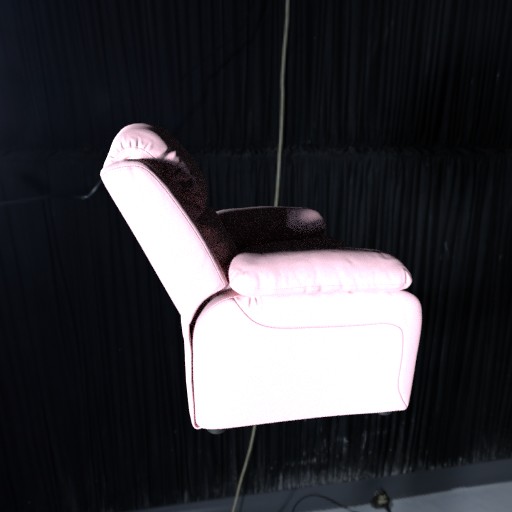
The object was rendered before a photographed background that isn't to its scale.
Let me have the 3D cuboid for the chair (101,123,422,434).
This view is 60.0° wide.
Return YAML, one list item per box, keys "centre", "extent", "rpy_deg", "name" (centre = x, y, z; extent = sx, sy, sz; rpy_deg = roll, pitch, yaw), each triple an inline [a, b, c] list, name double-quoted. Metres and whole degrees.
- centre: [0.000, 0.000, 1.224]
  extent: [0.709, 0.702, 0.680]
  rpy_deg: [-3, 17, -11]
  name: "chair"
